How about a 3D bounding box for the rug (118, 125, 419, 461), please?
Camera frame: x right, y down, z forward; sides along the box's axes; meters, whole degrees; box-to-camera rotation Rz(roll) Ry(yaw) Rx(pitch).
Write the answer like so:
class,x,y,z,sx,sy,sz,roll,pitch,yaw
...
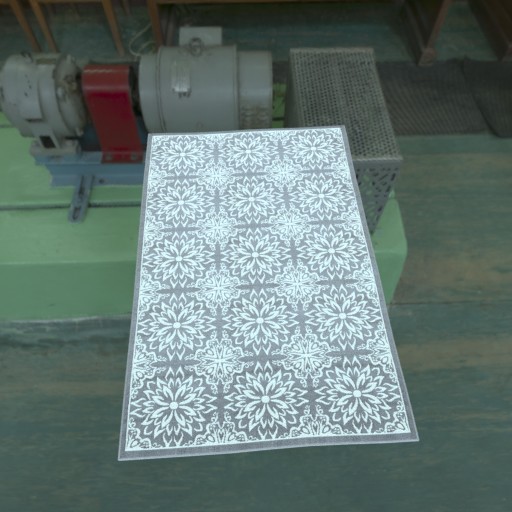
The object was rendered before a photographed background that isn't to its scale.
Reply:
class,x,y,z,sx,sy,sz,roll,pitch,yaw
rug,0.000,0.000,3.375,1.819,0.018,2.746,-3,58,-2
